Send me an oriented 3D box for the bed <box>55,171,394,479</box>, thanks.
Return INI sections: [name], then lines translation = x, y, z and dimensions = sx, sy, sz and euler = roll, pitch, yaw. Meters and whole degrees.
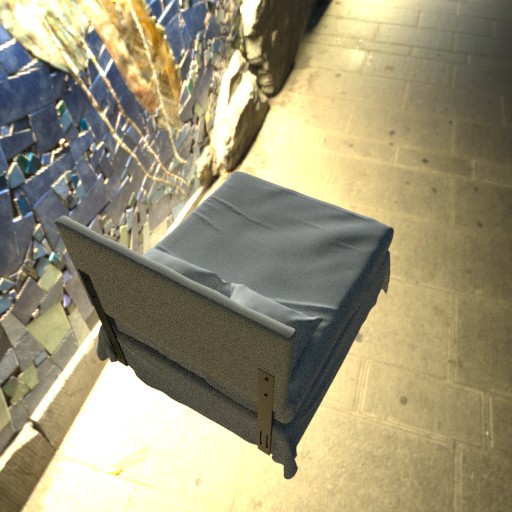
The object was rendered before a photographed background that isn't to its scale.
[bed]
translation = 0.000, 0.000, 3.540
dimensions = 1.936, 1.577, 2.222
euler = 24, 51, 21
